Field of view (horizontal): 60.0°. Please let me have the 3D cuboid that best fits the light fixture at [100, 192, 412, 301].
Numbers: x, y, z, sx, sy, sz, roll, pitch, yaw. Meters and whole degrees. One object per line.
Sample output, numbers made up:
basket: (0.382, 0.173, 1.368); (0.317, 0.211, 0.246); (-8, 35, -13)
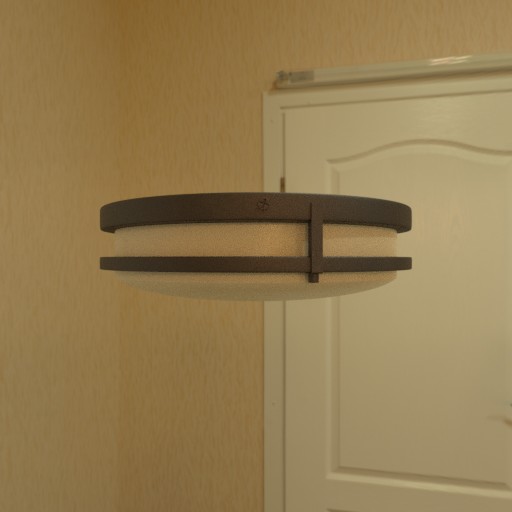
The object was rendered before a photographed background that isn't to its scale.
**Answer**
light fixture: (0.000, 0.000, 0.533); (0.356, 0.102, 0.356); (0, 0, 0)
